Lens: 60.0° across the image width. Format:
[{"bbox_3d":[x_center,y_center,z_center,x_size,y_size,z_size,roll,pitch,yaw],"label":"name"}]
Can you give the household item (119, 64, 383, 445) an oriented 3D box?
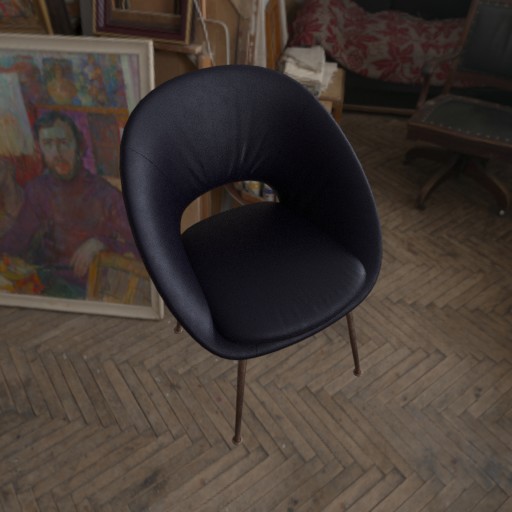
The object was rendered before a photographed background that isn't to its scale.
[{"bbox_3d":[0.000,0.000,1.235,0.623,0.852,0.573,-22,49,-20],"label":"household item"}]
